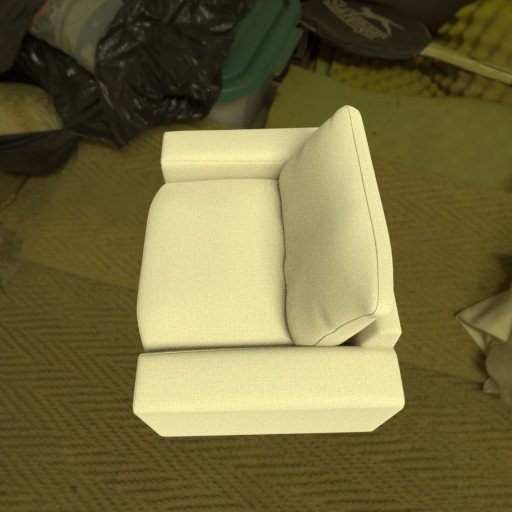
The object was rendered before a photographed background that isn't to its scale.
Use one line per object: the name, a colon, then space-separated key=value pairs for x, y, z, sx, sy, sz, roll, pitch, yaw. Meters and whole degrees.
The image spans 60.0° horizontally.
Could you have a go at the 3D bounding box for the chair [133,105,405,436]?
chair: x=0.000 y=0.000 z=2.015 sx=1.039 sy=0.915 sz=1.398 roll=-1 pitch=60 yaw=-1
